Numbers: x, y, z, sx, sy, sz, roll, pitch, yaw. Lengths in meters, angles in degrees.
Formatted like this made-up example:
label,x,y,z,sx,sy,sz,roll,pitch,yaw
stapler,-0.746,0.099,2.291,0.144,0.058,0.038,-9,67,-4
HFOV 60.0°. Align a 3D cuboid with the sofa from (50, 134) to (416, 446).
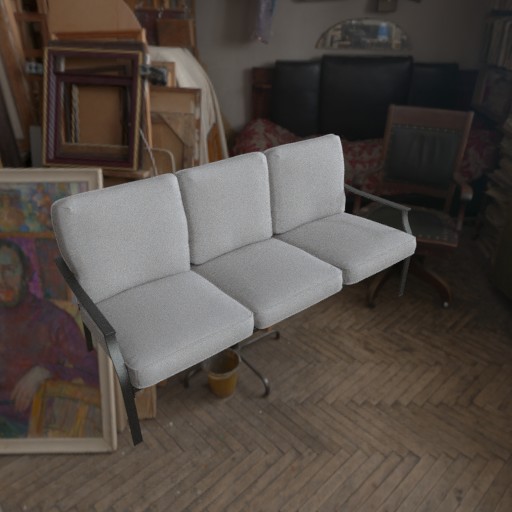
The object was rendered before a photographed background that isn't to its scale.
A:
label,x,y,z,sx,sy,sz,roll,pitch,yaw
sofa,0.000,0.000,2.256,1.740,0.860,0.787,-21,37,-31
